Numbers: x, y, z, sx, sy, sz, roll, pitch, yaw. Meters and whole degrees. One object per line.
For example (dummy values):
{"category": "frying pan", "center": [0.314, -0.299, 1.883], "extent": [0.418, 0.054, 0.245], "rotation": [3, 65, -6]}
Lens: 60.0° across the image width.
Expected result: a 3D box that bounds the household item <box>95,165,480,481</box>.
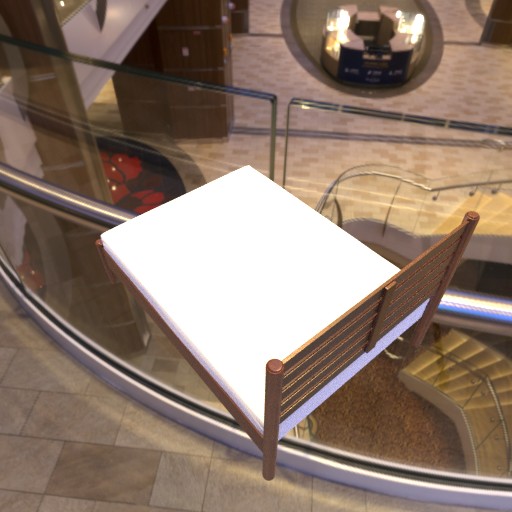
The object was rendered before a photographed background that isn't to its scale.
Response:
{"category": "household item", "center": [0.000, 0.000, 3.344], "extent": [1.663, 1.356, 2.232], "rotation": [-31, 53, -27]}
